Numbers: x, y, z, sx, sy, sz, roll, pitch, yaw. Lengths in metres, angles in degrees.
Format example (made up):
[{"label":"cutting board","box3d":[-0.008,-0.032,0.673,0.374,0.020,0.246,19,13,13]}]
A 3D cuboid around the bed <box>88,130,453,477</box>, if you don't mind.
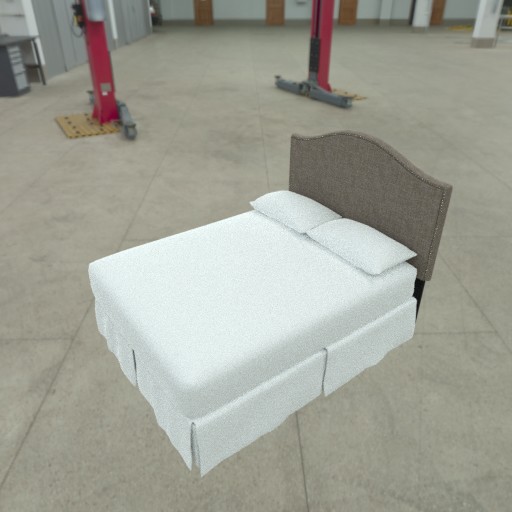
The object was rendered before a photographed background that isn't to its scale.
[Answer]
[{"label":"bed","box3d":[0.000,0.000,3.325,2.153,1.518,1.713,-21,36,-31]}]
